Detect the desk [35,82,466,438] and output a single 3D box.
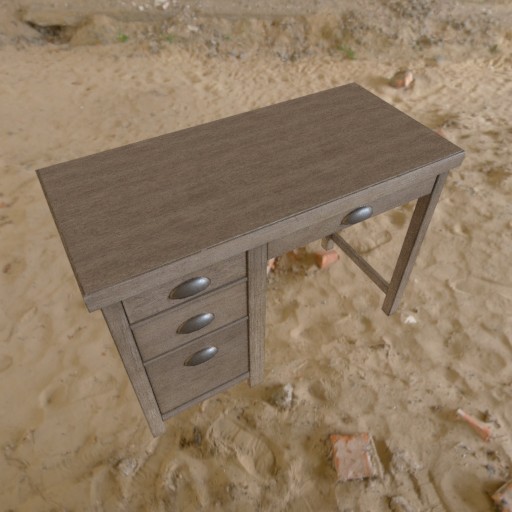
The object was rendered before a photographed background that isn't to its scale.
[{"bbox_3d":[0.000,0.000,1.786,1.289,0.912,0.610,-22,50,-20],"label":"desk"}]
